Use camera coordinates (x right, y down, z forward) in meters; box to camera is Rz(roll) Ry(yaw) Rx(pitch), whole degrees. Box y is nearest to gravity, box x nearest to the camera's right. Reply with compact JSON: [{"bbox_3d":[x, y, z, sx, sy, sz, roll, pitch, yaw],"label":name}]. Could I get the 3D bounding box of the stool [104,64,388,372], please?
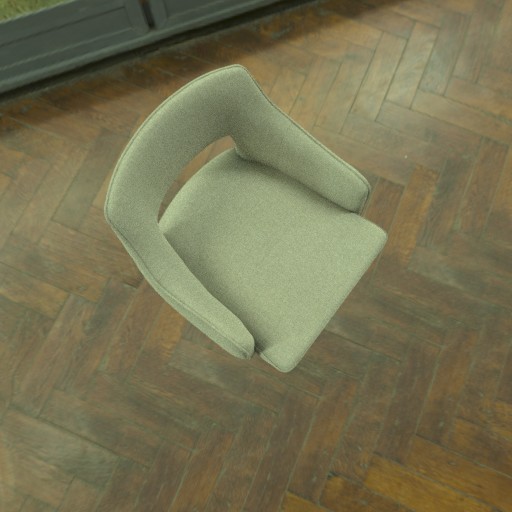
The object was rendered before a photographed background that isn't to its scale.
[{"bbox_3d":[0.000,0.000,1.356,0.560,1.041,0.550,37,79,9],"label":"stool"}]
